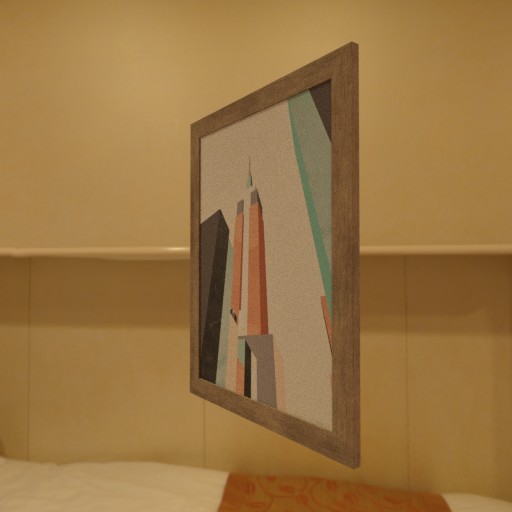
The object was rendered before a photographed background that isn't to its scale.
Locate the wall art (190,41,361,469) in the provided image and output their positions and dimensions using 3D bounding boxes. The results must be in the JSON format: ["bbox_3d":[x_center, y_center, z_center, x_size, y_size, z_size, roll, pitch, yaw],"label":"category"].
[{"bbox_3d":[0.000,0.000,0.927,0.018,0.686,0.534,1,-1,-37],"label":"wall art"}]
